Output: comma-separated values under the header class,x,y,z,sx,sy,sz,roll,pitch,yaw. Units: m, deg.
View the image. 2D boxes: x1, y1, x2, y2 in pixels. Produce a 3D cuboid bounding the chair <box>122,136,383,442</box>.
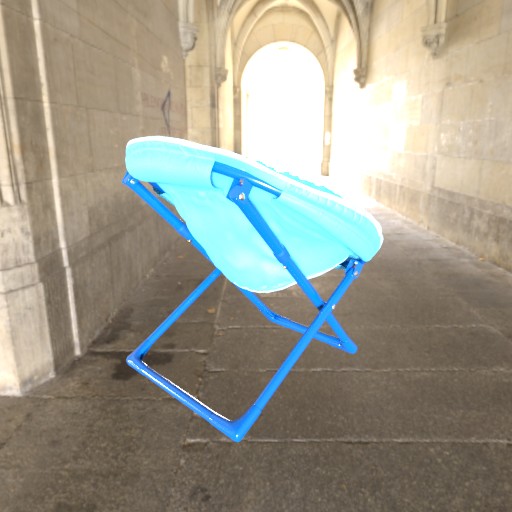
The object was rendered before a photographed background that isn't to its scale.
class,x,y,z,sx,sy,sz,roll,pitch,yaw
chair,0.000,0.000,0.916,0.465,0.478,0.520,-14,20,-42
